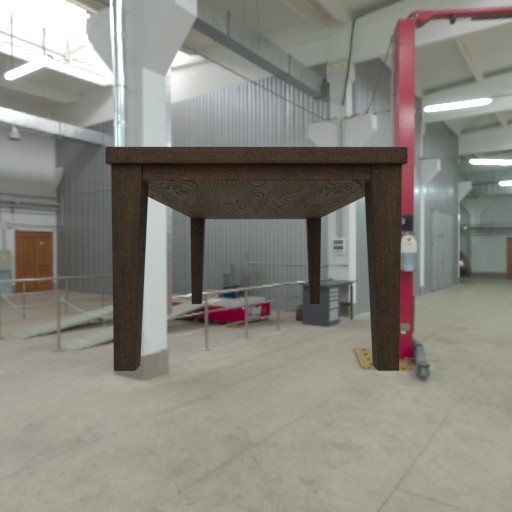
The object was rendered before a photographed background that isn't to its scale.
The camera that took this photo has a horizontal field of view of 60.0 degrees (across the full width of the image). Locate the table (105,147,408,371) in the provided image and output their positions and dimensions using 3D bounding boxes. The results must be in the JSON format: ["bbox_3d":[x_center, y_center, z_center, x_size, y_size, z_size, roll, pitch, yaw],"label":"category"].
[{"bbox_3d":[0.000,0.000,2.480,1.016,0.762,1.981,0,1,0],"label":"table"}]
